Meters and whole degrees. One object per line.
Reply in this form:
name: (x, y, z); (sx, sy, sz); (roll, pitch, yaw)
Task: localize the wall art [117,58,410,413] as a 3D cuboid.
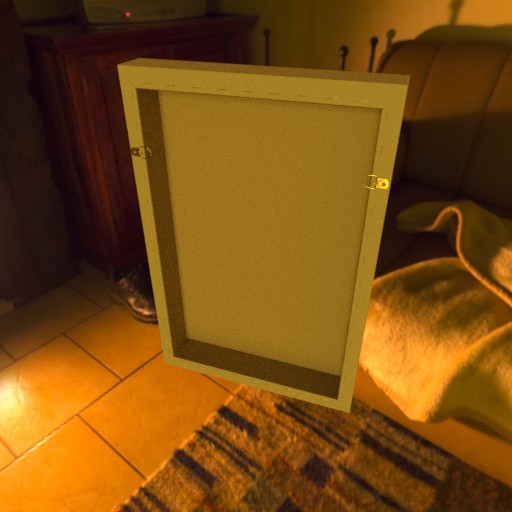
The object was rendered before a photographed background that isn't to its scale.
wall art: (0.000, 0.000, 0.484); (0.252, 0.381, 0.039); (11, 35, 16)
